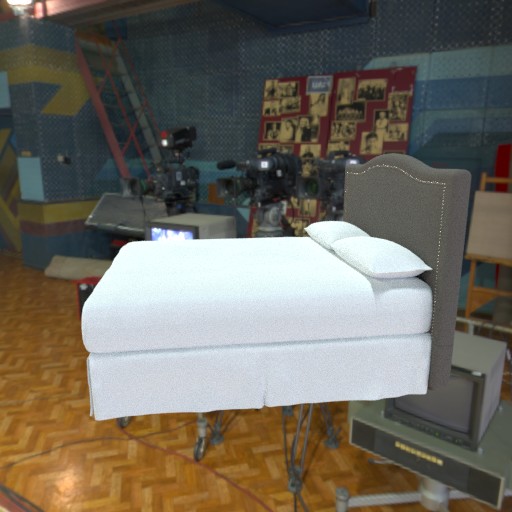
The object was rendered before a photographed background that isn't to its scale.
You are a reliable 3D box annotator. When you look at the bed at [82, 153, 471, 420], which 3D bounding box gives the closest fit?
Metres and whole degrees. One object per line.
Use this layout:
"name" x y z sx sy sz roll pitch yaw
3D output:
"bed" 0.000 0.000 3.069 2.036 1.387 1.666 -2 13 -8
